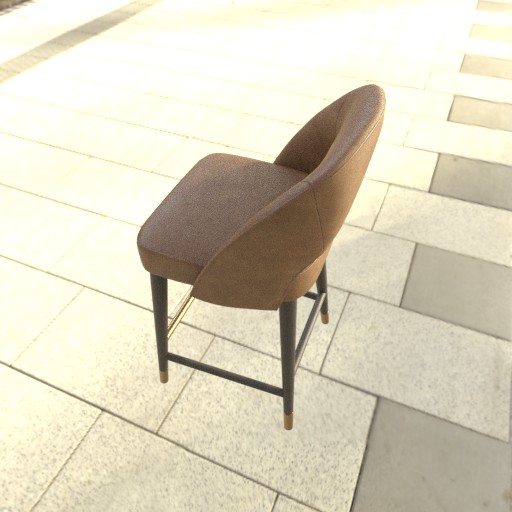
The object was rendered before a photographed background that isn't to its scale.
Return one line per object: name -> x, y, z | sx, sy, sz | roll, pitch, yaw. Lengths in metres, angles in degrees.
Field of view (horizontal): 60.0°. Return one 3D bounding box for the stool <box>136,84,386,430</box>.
stool -> 0.000, 0.000, 1.212 | 0.509, 0.940, 0.494 | 16, 47, 15
